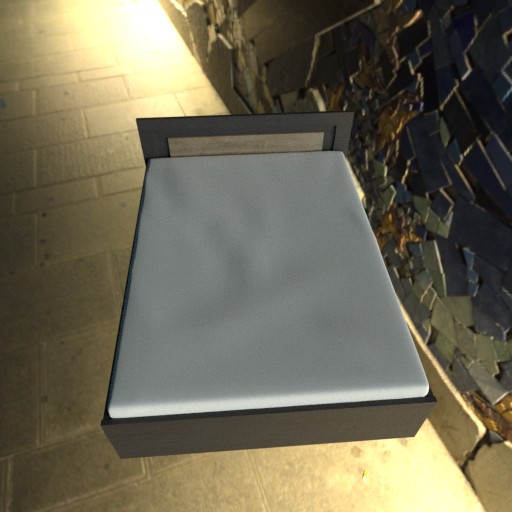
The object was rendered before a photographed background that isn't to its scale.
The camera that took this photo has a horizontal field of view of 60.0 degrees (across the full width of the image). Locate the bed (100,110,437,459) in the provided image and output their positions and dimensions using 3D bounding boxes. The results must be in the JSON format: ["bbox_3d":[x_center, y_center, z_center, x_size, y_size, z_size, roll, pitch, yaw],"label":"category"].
[{"bbox_3d":[0.000,0.000,2.800,1.585,0.823,2.073,-3,46,-3],"label":"bed"}]
